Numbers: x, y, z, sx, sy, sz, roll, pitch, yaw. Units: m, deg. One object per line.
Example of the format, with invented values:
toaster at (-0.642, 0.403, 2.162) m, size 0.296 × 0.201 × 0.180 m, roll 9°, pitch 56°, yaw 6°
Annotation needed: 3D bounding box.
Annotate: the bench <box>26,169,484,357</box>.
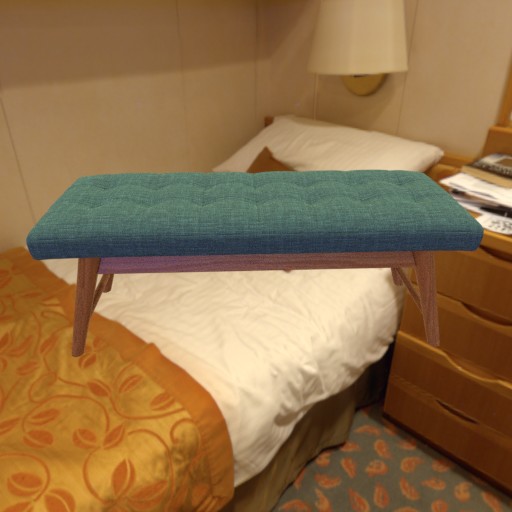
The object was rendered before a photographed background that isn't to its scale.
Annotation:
bench at (0.000, 0.000, 1.326) m, size 1.118 × 0.432 × 0.406 m, roll -1°, pitch 30°, yaw -2°
